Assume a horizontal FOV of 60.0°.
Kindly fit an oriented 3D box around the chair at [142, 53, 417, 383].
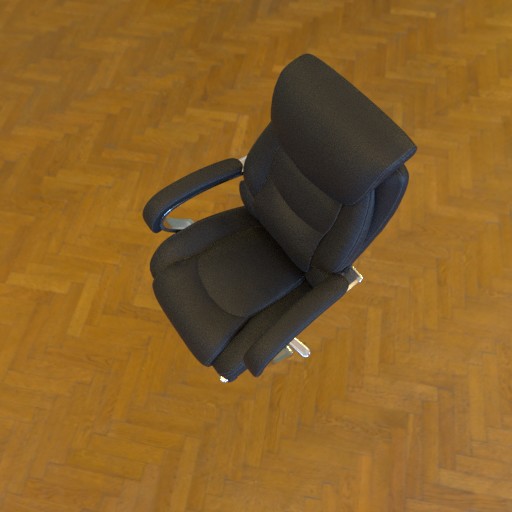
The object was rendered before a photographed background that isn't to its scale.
[{"bbox_3d":[0.000,0.000,1.696,0.790,1.183,0.755,-33,68,-15],"label":"chair"}]
